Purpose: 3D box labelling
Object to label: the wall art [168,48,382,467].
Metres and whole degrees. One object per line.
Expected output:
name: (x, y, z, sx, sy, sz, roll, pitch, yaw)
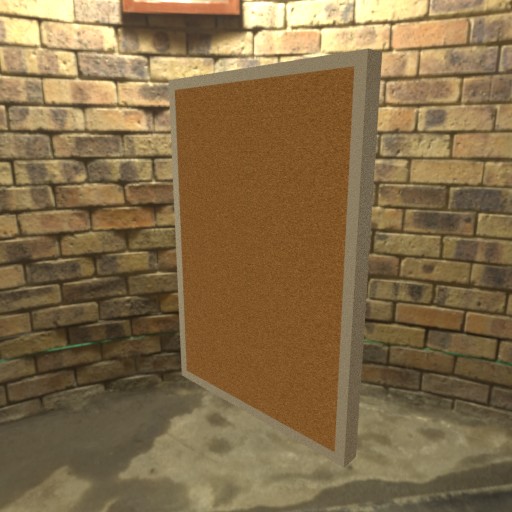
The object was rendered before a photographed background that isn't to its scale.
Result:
wall art: (0.000, 0.000, 0.835, 0.450, 0.657, 0.038, 13, 19, 42)
